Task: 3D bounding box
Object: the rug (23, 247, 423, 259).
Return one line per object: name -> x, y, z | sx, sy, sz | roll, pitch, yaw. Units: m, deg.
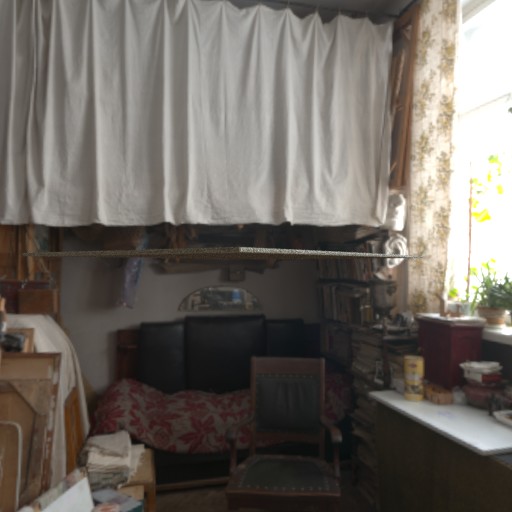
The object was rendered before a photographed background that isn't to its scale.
rug -> 0.000, 0.000, 2.934 | 1.532, 0.018, 2.297 | -1, -1, 36
